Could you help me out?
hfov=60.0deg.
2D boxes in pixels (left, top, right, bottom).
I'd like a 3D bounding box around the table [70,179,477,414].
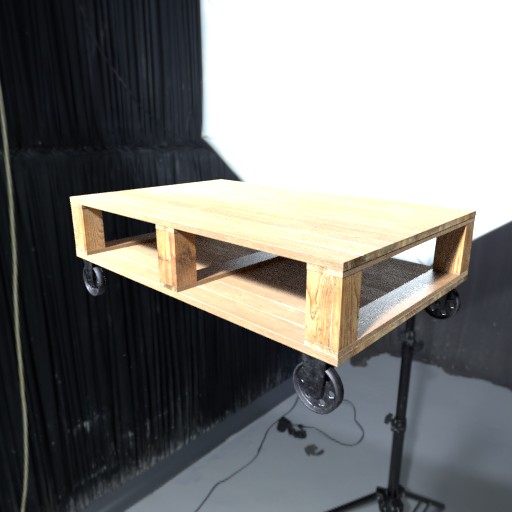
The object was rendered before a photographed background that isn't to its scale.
[{"bbox_3d":[0.000,0.000,1.717,1.299,0.413,0.827,15,22,41],"label":"table"}]
